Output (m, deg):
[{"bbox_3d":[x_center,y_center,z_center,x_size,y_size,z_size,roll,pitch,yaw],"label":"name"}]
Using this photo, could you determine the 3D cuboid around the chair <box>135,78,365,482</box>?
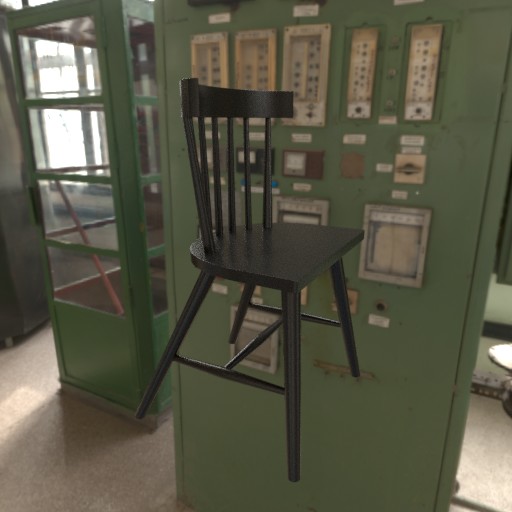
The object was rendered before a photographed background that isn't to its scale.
[{"bbox_3d":[0.000,0.000,1.173,0.483,0.844,0.506,9,19,27],"label":"chair"}]
